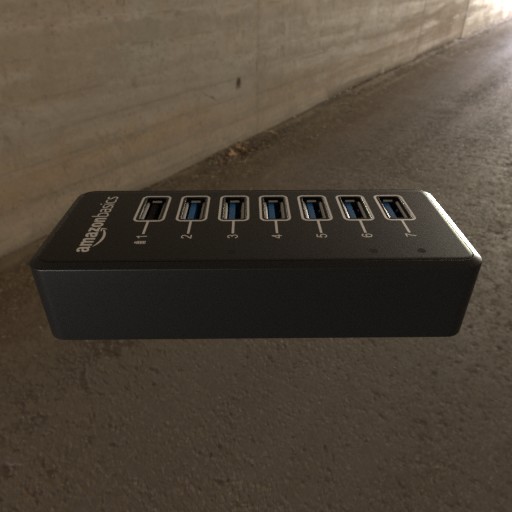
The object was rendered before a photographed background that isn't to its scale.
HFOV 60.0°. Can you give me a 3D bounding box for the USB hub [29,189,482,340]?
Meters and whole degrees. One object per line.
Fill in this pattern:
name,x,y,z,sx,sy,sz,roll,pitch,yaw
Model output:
USB hub,0.000,0.000,0.128,0.110,0.023,0.044,0,33,-1
